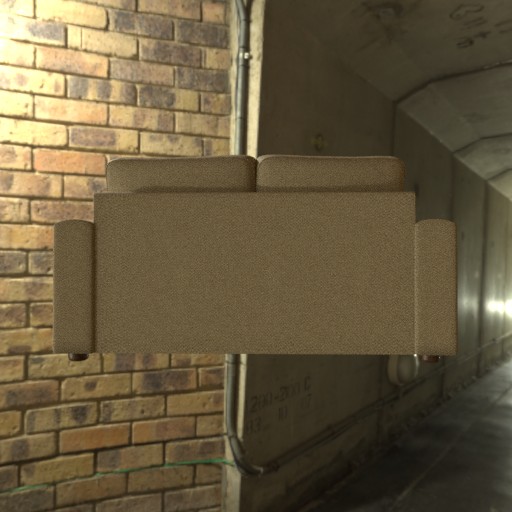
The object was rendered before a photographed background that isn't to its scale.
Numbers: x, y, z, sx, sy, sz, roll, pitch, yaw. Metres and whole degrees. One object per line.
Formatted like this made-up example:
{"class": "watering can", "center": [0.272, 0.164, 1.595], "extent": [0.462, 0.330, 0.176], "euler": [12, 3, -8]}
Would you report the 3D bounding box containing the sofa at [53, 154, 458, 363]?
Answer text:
{"class": "sofa", "center": [0.000, 0.000, 2.260], "extent": [1.616, 0.873, 1.016], "euler": [0, -1, 1]}
